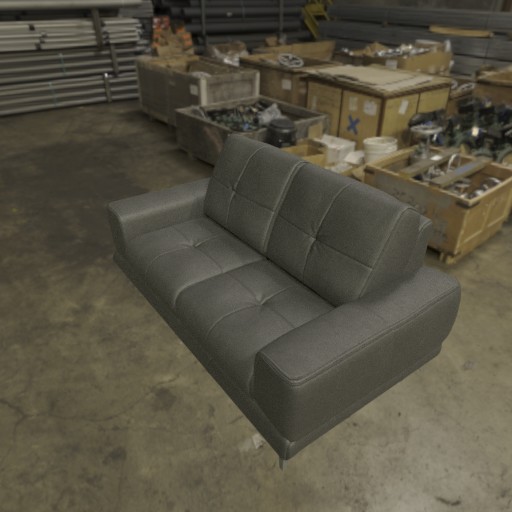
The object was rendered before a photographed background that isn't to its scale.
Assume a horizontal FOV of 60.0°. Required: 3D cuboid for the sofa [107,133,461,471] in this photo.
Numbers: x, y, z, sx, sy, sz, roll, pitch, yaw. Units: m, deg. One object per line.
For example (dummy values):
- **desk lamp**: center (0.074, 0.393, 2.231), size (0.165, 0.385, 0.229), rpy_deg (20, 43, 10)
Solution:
- **sofa**: center (0.000, 0.000, 2.352), size (1.018, 0.907, 1.806), rpy_deg (-21, 37, -30)
